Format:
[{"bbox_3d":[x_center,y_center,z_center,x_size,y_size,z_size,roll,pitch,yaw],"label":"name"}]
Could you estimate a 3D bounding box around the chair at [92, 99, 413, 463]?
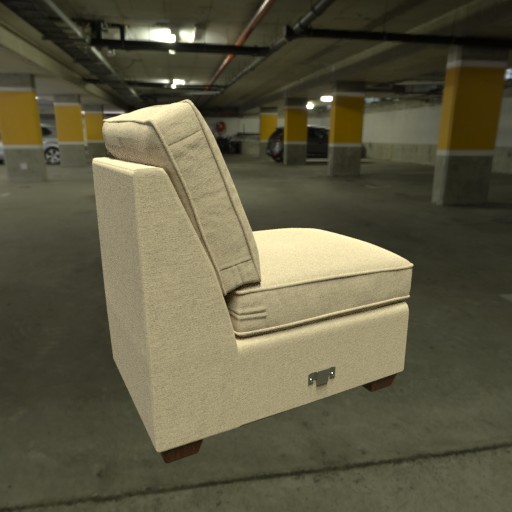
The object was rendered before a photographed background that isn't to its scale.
[{"bbox_3d":[0.000,0.000,1.534,0.938,0.970,0.621,-8,17,-27],"label":"chair"}]
